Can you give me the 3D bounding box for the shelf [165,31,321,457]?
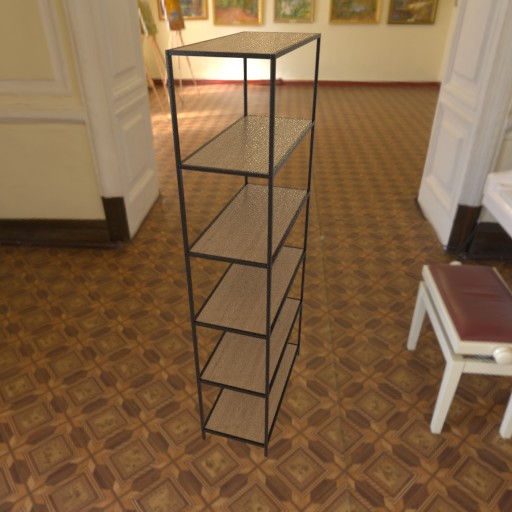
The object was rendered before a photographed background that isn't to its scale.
[{"bbox_3d":[0.000,0.000,2.106,0.350,1.850,0.770,9,32,15],"label":"shelf"}]
